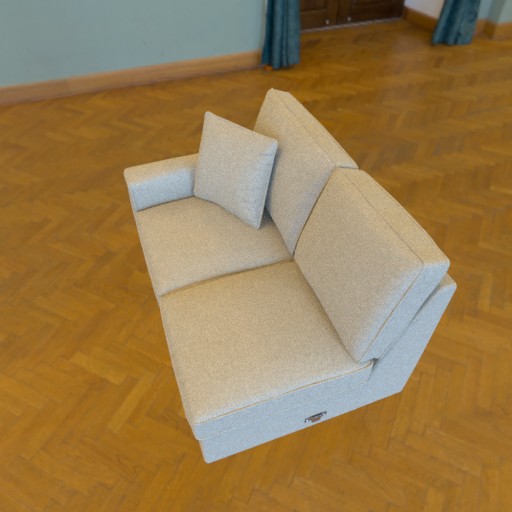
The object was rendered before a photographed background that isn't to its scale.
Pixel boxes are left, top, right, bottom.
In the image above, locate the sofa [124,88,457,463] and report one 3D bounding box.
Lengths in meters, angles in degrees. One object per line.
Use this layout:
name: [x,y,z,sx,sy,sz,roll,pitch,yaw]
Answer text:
sofa: [0.000,0.000,2.067,0.991,0.989,1.388,-15,48,-14]
